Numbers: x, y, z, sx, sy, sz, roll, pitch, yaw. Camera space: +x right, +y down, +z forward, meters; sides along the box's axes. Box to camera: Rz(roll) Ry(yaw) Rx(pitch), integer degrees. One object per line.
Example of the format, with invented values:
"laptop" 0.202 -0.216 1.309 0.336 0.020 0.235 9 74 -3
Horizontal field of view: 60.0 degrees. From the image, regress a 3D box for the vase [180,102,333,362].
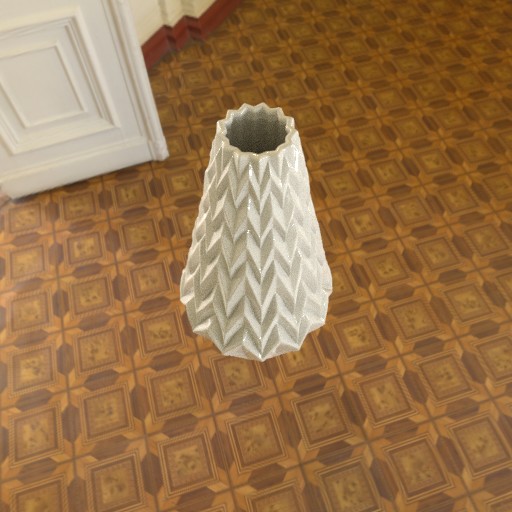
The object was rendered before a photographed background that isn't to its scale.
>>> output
"vase" 0.000 0.000 0.436 0.167 0.328 0.167 0 59 0
